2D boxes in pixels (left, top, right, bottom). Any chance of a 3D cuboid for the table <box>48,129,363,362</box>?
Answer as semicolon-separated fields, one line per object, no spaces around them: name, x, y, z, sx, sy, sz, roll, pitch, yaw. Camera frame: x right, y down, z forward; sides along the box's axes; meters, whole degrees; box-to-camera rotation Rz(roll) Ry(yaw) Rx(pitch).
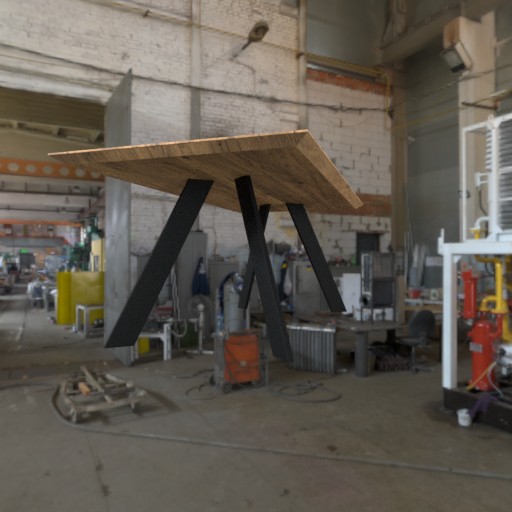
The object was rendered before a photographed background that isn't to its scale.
table;0.000;0.000;2.470;1.000;0.770;2.000;0;0;18
